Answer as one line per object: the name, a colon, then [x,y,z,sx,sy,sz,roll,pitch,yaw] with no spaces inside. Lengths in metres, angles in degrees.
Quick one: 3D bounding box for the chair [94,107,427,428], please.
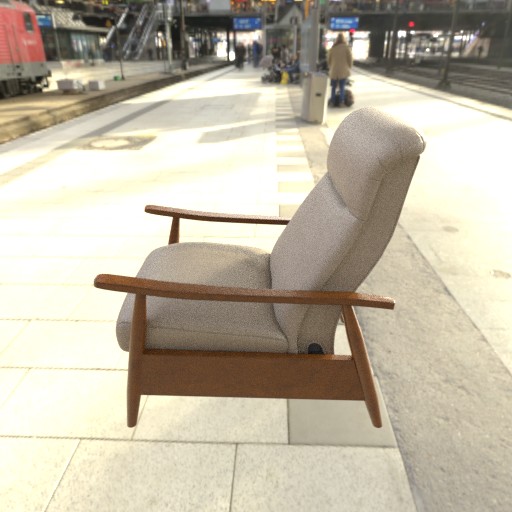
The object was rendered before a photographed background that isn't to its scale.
chair: [0.000,0.000,1.770,1.032,1.082,0.762,0,25,0]
